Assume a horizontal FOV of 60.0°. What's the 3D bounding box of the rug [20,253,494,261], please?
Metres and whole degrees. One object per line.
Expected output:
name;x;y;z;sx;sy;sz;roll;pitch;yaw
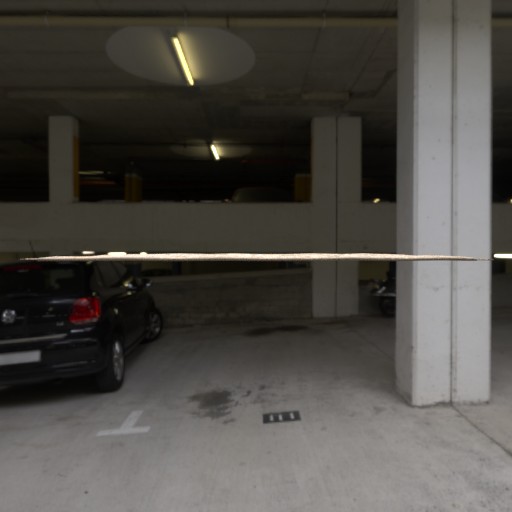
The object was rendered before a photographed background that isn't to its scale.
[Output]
rug;0.000;0.000;4.036;3.061;0.034;2.426;0;1;-1
